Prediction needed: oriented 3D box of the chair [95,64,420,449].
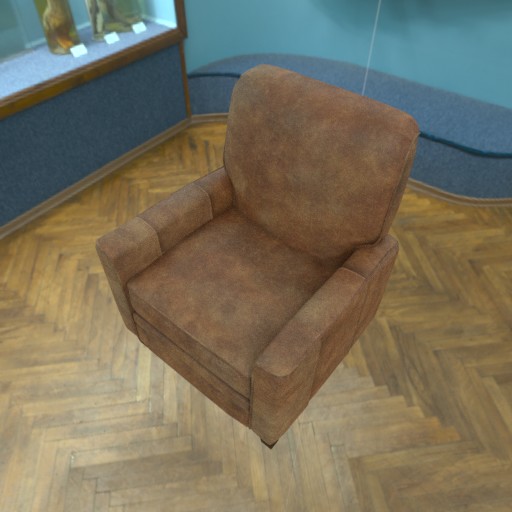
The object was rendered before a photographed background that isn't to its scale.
[{"bbox_3d":[0.000,0.000,1.655,0.843,1.043,0.836,31,54,26],"label":"chair"}]
